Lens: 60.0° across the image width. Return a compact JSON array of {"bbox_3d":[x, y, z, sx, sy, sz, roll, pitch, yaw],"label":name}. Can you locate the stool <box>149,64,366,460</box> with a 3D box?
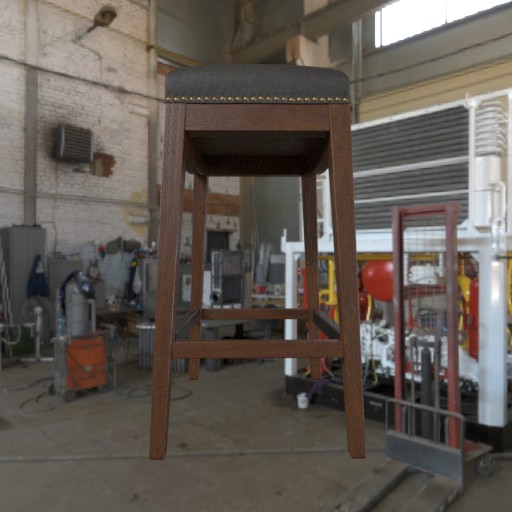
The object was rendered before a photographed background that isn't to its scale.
[{"bbox_3d":[0.000,0.000,0.966,0.353,0.664,0.490,0,0,-1],"label":"stool"}]
